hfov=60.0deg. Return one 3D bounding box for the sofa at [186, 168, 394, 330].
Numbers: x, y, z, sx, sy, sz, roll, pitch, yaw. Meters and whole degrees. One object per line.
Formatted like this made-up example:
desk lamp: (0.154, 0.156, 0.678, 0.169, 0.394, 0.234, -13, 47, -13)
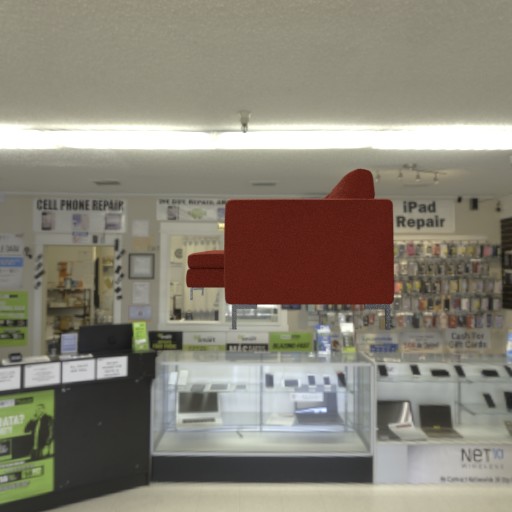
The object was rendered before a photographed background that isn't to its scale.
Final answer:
sofa: (0.000, 0.000, 2.952, 1.136, 0.663, 2.467, 0, -2, 1)
